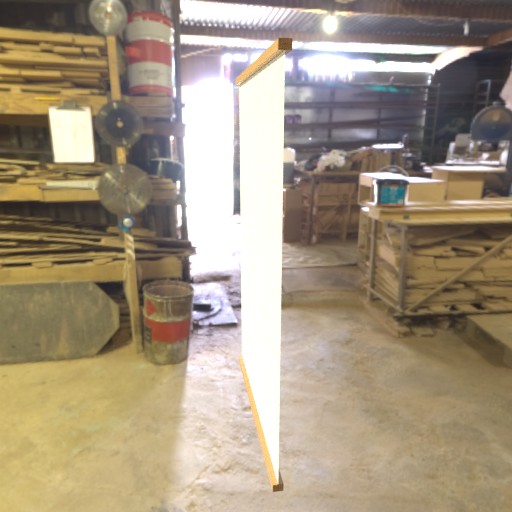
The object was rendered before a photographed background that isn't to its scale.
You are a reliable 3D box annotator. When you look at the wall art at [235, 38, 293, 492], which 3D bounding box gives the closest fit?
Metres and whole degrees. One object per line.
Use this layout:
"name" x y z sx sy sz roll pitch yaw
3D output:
"wall art" 0.000 0.000 1.885 0.040 1.510 0.991 -3 16 -9
